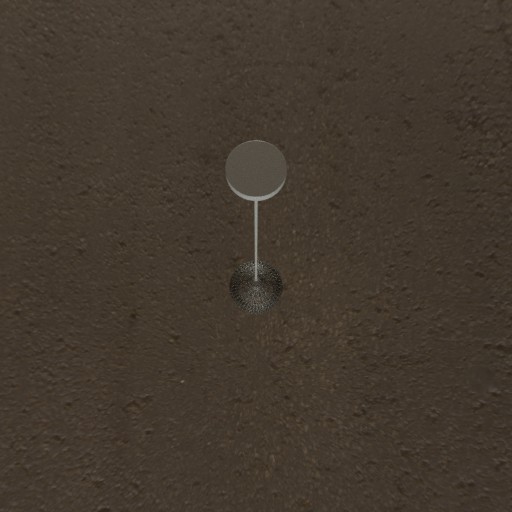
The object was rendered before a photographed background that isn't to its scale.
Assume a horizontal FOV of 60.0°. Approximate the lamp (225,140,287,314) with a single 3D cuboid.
[{"bbox_3d":[0.000,0.000,2.131,0.355,1.919,0.355,-37,79,-9],"label":"lamp"}]
